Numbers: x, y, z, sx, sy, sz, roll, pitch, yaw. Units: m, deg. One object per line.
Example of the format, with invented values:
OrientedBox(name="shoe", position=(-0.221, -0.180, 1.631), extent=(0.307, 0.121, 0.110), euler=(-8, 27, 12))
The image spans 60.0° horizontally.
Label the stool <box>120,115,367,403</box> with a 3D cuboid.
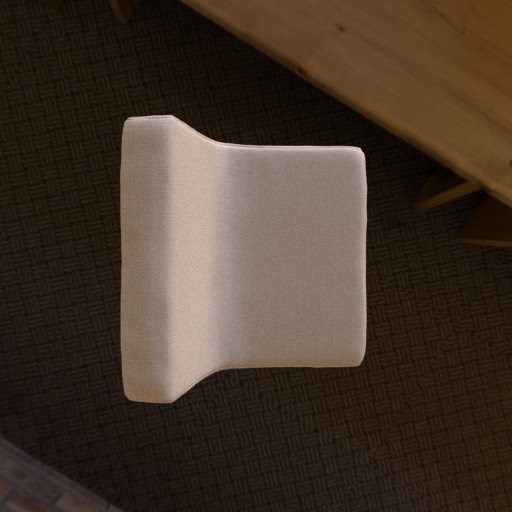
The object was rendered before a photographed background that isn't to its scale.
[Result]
OrientedBox(name="stool", position=(0.000, 0.000, 1.228), extent=(0.500, 0.937, 0.511), euler=(0, 91, -1))
